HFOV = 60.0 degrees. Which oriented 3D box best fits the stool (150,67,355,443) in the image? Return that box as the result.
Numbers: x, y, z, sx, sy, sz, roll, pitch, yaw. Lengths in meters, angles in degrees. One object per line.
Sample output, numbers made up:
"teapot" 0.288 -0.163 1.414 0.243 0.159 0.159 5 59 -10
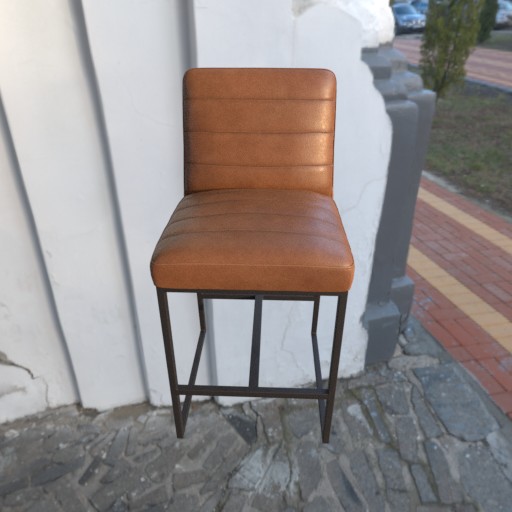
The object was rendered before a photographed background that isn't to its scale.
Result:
"stool" 0.000 0.000 1.261 0.458 0.940 0.556 1 30 2
